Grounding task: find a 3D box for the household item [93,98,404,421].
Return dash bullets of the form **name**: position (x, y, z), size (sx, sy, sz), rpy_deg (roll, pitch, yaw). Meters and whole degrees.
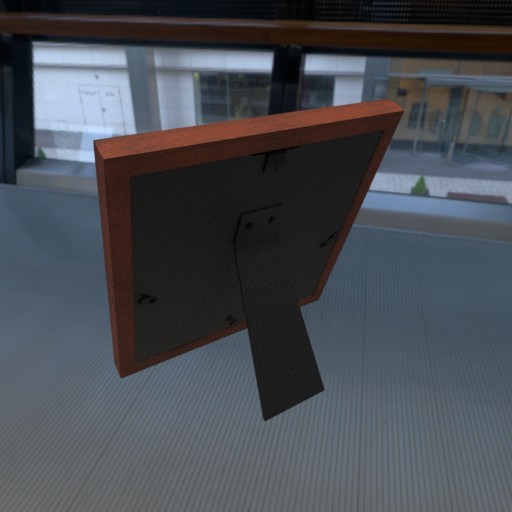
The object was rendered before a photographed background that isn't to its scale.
- **household item**: position (0.000, 0.000, 0.379), size (0.240, 0.240, 0.131), rpy_deg (-17, 34, -28)
